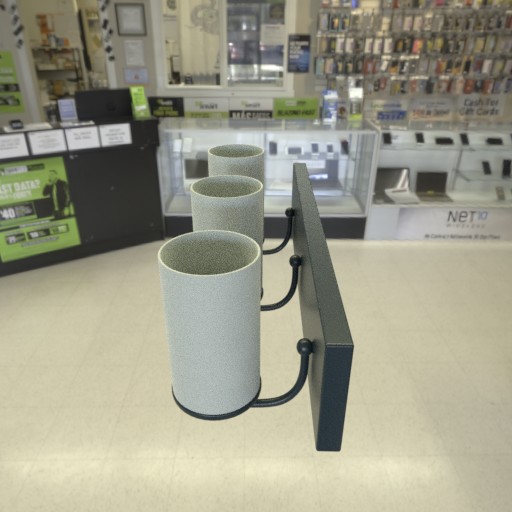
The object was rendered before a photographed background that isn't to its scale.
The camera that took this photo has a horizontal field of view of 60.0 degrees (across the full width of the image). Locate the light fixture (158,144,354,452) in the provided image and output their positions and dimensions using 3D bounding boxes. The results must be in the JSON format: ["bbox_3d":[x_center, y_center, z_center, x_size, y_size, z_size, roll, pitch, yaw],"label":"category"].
[{"bbox_3d":[0.000,0.000,0.523,0.145,0.172,0.451,1,27,1],"label":"light fixture"}]
